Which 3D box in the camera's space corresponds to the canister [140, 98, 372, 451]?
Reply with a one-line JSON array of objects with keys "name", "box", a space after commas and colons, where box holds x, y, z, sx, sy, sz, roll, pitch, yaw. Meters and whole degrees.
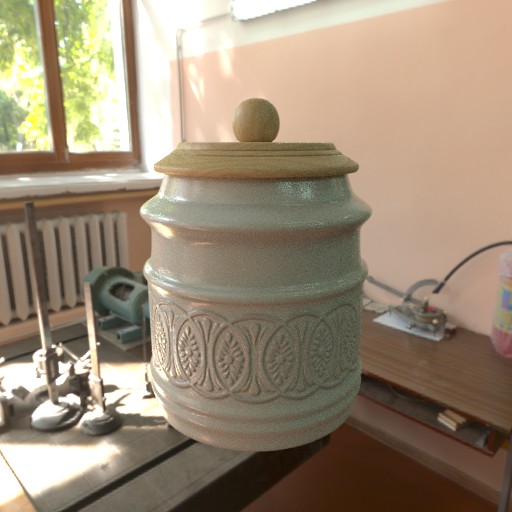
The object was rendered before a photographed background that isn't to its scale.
[{"name": "canister", "box": [0.000, 0.000, 0.262, 0.130, 0.176, 0.130, 0, 15, 0]}]
